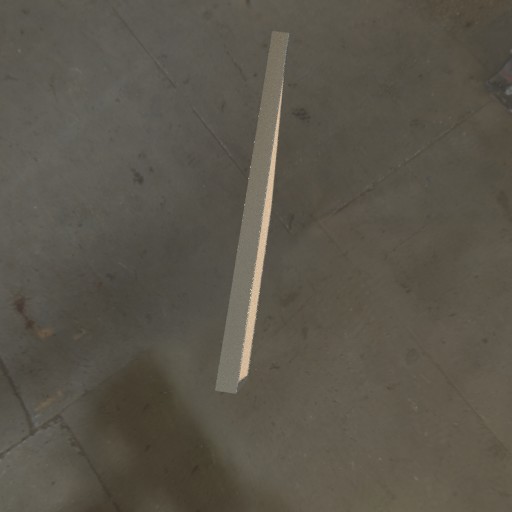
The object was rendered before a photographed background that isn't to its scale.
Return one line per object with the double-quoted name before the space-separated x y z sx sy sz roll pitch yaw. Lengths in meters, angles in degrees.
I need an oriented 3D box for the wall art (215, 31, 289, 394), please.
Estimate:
"wall art" 0.000 0.000 1.439 0.041 1.062 0.803 8 76 2
